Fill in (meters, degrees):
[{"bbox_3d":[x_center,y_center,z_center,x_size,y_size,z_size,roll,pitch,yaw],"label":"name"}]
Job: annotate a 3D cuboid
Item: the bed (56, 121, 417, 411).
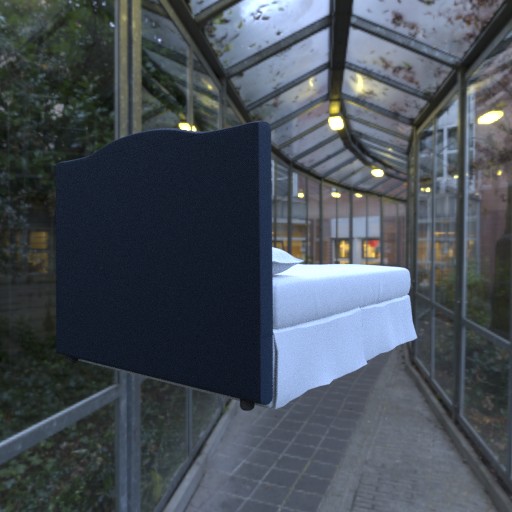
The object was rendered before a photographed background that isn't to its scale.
[{"bbox_3d":[0.000,0.000,3.423,1.821,1.436,2.282,1,1,36],"label":"bed"}]
